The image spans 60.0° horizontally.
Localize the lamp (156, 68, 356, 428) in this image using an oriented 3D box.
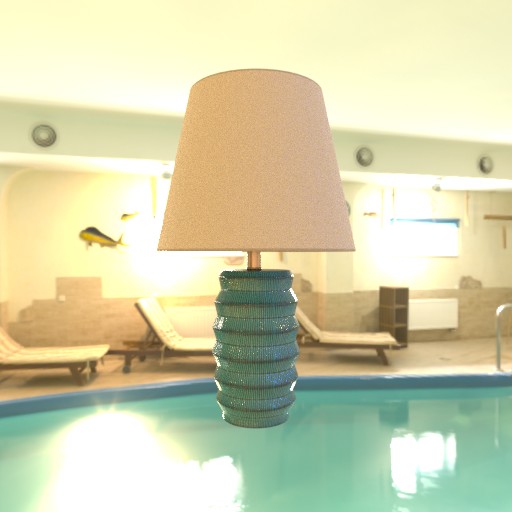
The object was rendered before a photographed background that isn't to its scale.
[{"bbox_3d":[0.000,0.000,0.806,0.355,0.582,0.355,0,0,0],"label":"lamp"}]
